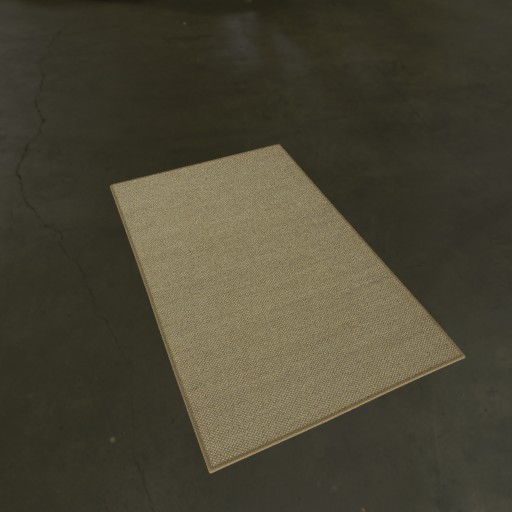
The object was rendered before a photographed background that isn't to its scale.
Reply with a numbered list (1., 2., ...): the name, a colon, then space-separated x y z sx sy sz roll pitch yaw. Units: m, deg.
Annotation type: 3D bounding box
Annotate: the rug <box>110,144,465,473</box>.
1. rug: 0.000 0.000 2.106 1.062 0.013 1.667 -18 49 -16
